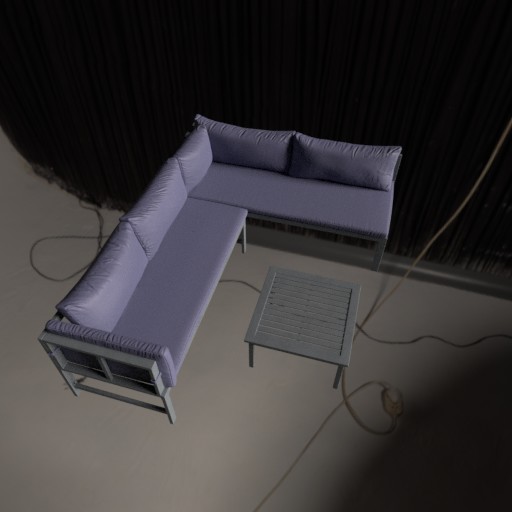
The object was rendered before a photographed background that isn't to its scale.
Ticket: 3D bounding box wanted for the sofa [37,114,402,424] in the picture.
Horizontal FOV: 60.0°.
[{"bbox_3d":[0.000,0.000,2.929,1.658,0.762,2.149,12,48,11],"label":"sofa"}]
